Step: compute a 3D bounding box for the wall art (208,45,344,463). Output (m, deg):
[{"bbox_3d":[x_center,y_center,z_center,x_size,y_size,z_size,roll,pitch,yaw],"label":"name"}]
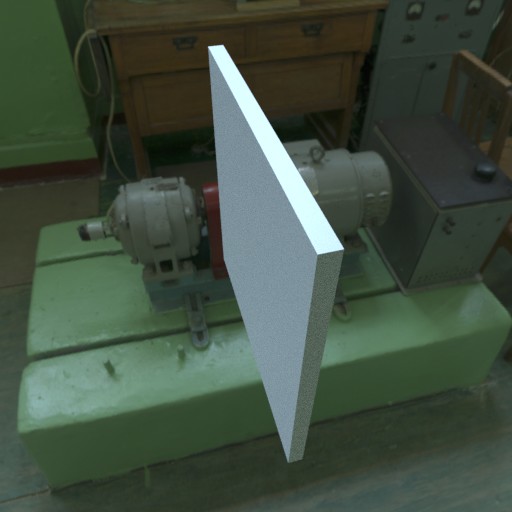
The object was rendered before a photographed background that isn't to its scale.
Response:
[{"bbox_3d":[0.000,0.000,0.829,0.028,0.559,0.559,-11,47,-11],"label":"wall art"}]
